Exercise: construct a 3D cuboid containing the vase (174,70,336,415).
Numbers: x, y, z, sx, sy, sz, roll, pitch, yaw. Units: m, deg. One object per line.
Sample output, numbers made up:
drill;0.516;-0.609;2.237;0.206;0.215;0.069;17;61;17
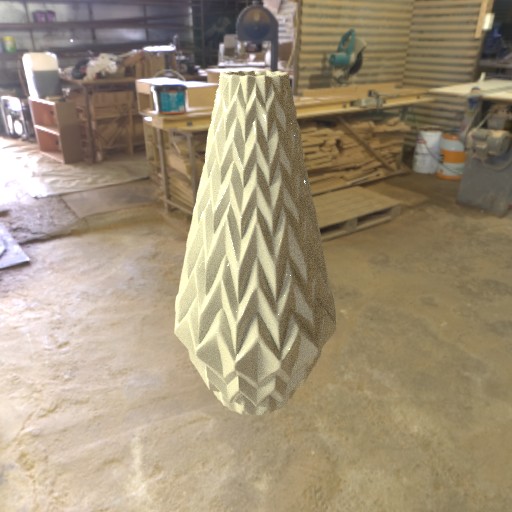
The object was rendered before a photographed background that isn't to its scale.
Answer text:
vase;0.000;0.000;0.427;0.167;0.328;0.167;0;27;0
